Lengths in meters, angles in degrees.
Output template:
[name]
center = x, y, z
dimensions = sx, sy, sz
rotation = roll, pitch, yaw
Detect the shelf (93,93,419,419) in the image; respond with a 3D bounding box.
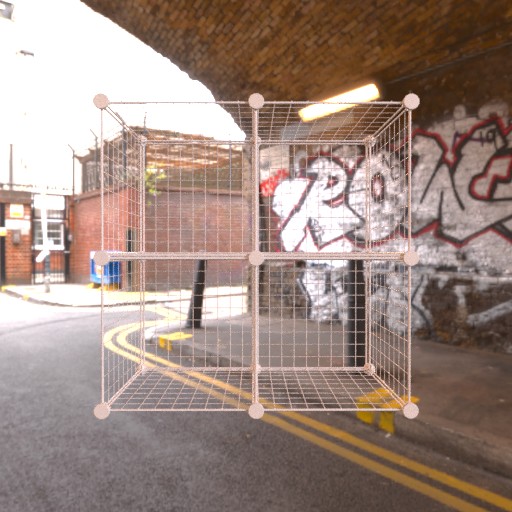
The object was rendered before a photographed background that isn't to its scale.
[shelf]
center = 0.000, 0.000, 1.145
dimensions = 0.711, 0.711, 0.356
rotation = 0, 0, 0
